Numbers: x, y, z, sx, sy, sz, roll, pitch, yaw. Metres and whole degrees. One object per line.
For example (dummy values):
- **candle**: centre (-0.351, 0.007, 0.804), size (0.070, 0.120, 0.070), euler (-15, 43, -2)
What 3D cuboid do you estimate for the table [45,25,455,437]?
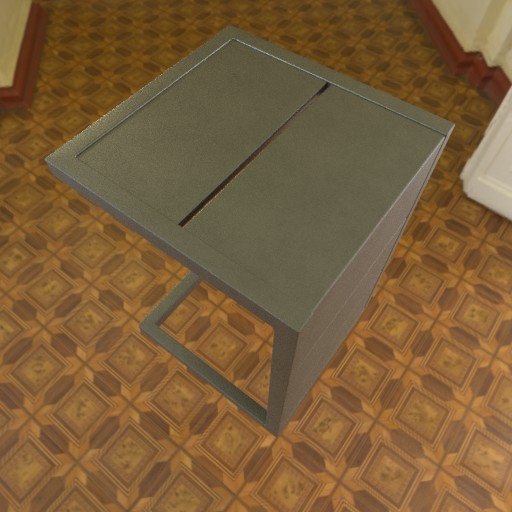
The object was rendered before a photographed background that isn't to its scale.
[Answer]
- **table**: centre (0.000, 0.000, 0.881), size (0.420, 0.609, 0.405), euler (33, 63, 19)
